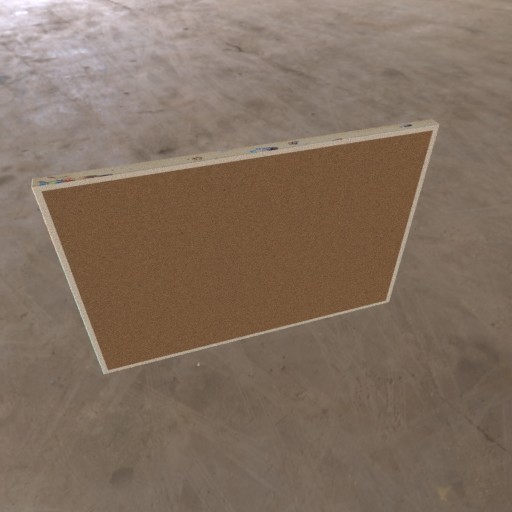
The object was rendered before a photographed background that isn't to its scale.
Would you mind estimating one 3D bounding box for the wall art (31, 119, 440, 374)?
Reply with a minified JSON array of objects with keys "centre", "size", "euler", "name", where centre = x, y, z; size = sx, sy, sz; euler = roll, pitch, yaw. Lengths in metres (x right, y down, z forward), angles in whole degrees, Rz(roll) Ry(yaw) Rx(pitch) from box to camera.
[{"centre":[0.000,0.000,1.450],"size":[1.136,0.769,0.040],"euler":[-12,42,-13],"name":"wall art"}]
